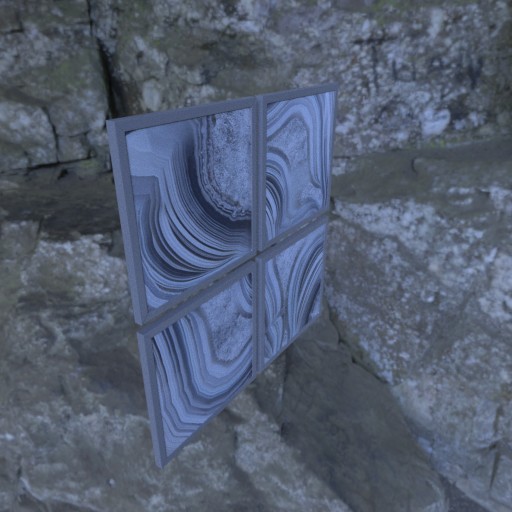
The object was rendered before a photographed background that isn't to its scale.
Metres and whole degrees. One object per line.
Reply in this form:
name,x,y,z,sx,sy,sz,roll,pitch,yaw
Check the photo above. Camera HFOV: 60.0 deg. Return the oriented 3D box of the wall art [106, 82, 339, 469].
wall art,0.000,0.000,1.638,0.029,1.118,1.118,17,31,31
